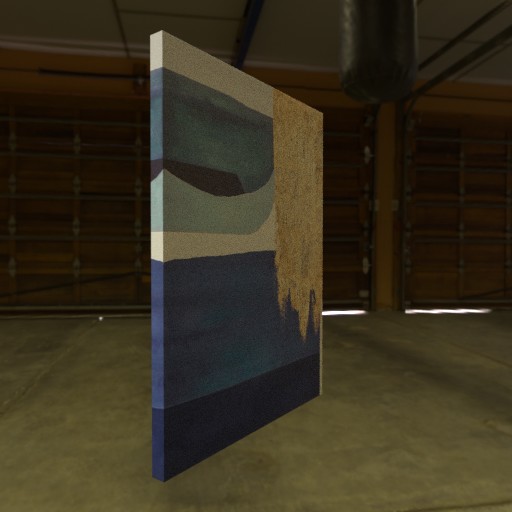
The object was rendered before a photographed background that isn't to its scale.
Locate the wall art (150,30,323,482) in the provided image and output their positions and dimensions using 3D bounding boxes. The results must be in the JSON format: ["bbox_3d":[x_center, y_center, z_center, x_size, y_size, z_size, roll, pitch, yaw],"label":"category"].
[{"bbox_3d":[0.000,0.000,0.793,0.026,0.613,0.458,1,1,36],"label":"wall art"}]
